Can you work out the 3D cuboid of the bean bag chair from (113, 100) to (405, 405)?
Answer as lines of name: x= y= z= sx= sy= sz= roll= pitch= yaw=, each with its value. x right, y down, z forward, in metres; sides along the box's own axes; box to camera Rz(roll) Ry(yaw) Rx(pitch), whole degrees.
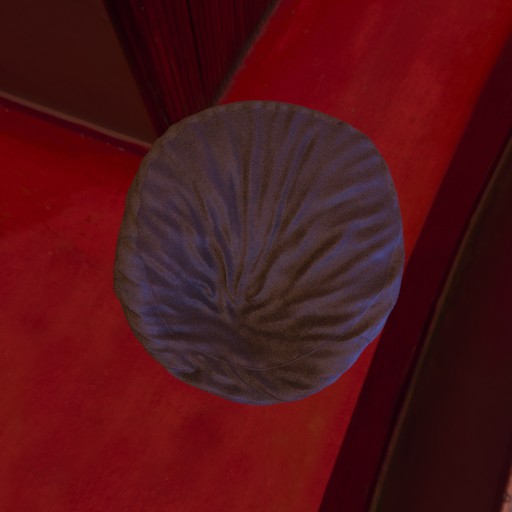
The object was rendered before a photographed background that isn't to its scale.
bean bag chair: x=0.000 y=0.000 z=2.009 sx=1.245 sy=0.821 sz=1.245 roll=0 pitch=75 yaw=0
